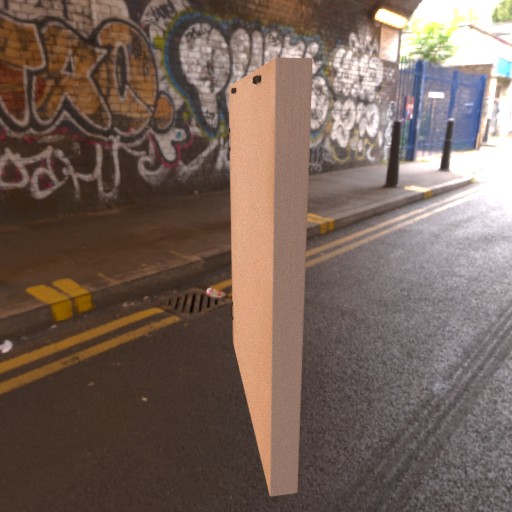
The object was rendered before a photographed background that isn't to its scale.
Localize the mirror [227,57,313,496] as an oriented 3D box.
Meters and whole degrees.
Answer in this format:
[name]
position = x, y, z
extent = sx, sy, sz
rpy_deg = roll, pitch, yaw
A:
[mirror]
position = 0.000, 0.000, 0.675
extent = 0.041, 0.508, 0.405
rpy_deg = -3, 18, -9
